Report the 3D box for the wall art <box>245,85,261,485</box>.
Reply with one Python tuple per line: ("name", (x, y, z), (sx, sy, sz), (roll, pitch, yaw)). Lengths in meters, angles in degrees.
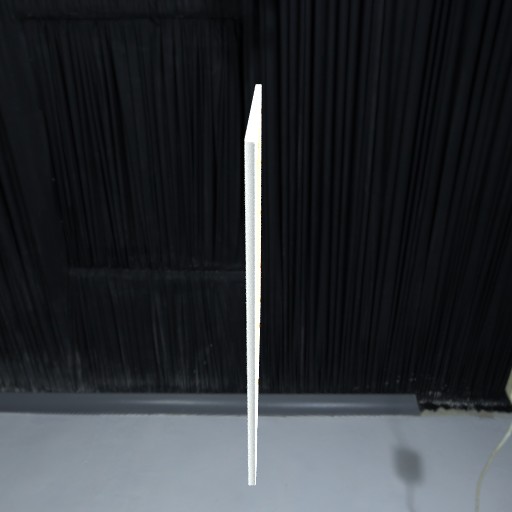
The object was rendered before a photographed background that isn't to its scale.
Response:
("wall art", (0.000, 0.000, 0.885), (0.013, 0.584, 0.584), (1, 27, 1))
